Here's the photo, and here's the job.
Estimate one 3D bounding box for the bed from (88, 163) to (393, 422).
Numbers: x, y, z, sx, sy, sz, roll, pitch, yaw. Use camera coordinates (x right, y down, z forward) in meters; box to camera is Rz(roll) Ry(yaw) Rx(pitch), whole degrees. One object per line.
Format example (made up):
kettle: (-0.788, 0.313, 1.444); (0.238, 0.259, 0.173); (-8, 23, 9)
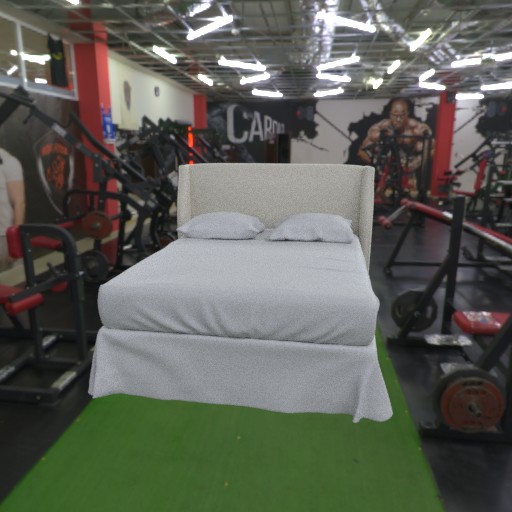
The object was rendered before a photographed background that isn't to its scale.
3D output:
bed: (0.000, 0.000, 3.480); (1.925, 1.332, 2.276); (2, 14, 9)
